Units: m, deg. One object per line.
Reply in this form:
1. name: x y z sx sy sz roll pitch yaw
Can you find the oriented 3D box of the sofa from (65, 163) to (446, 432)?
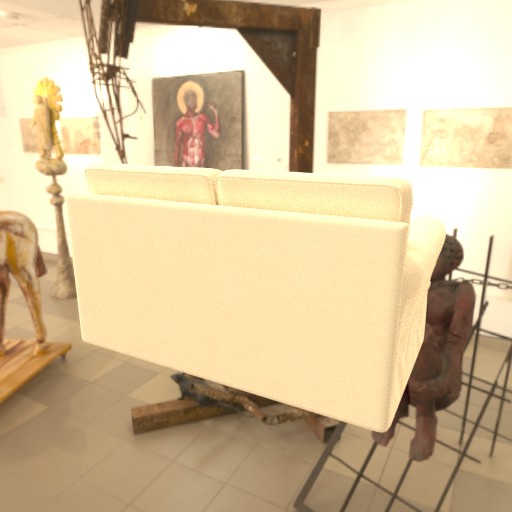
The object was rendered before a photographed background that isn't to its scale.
1. sofa: 0.000 0.000 2.313 1.727 0.940 0.991 8 18 27
